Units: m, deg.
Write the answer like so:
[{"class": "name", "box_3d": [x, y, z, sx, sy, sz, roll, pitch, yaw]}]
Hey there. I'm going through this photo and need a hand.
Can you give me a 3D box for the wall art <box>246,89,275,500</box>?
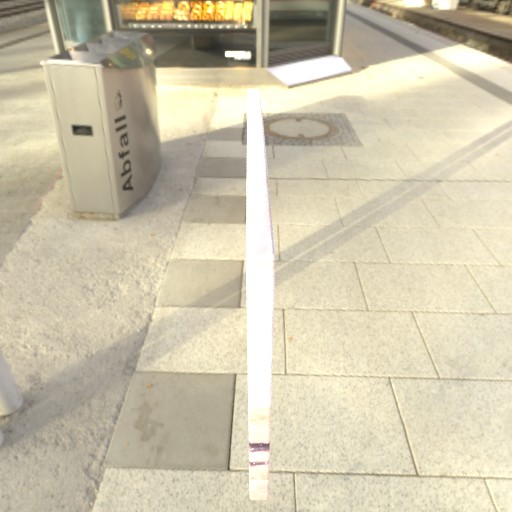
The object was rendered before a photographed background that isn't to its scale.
[{"class": "wall art", "box_3d": [0.000, 0.000, 1.129, 0.038, 0.609, 0.913, 0, 34, -1]}]
